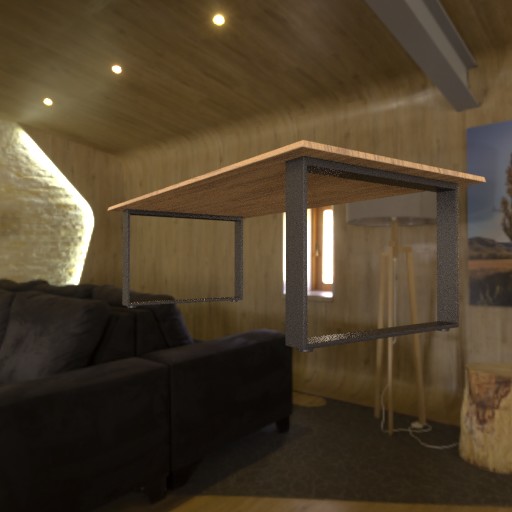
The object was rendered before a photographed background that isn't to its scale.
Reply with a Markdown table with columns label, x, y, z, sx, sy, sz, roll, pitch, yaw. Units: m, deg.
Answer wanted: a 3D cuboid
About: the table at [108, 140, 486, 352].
| label | x | y | z | sx | sy | sz | roll | pitch | yaw |
| --- | --- | --- | --- | --- | --- | --- | --- | --- | --- |
| table | 0.000 | 0.000 | 1.625 | 0.693 | 0.445 | 1.331 | 1 | -1 | -35 |
